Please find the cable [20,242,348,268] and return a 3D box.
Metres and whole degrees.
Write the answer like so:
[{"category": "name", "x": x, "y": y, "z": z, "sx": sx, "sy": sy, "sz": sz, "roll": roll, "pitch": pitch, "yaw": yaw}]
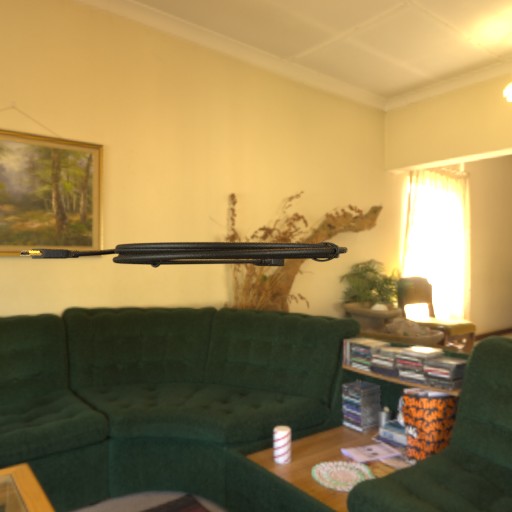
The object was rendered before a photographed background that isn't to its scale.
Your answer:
[{"category": "cable", "x": 0.000, "y": 0.000, "z": 0.507, "sx": 0.257, "sy": 0.030, "sz": 0.422, "roll": 0, "pitch": 0, "yaw": 35}]
